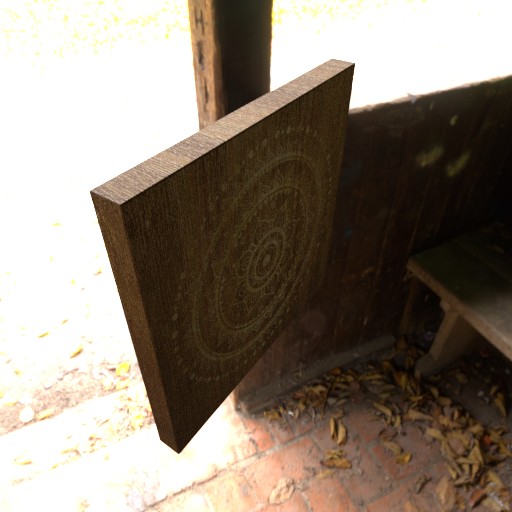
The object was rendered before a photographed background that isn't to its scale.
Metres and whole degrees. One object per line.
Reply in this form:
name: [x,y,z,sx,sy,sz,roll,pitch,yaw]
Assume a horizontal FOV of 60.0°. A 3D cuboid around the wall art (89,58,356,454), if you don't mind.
wall art: [0.000,0.000,0.596,0.039,0.403,0.406,24,46,26]
